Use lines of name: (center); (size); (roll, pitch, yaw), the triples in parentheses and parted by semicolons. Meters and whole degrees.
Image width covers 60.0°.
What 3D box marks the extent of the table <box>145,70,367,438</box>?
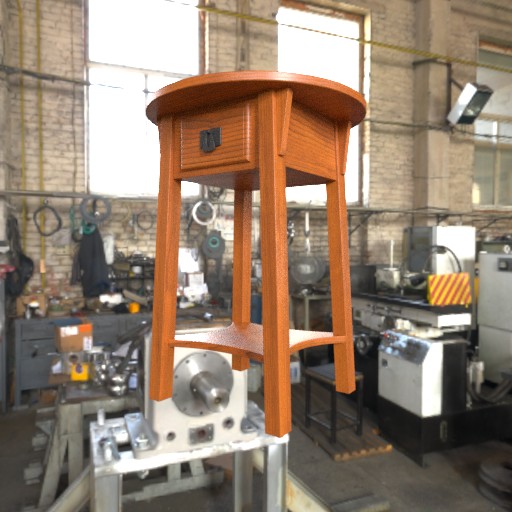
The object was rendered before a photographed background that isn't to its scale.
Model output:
table: (0.000, 0.000, 0.950); (0.457, 0.610, 0.457); (0, 1, 0)
